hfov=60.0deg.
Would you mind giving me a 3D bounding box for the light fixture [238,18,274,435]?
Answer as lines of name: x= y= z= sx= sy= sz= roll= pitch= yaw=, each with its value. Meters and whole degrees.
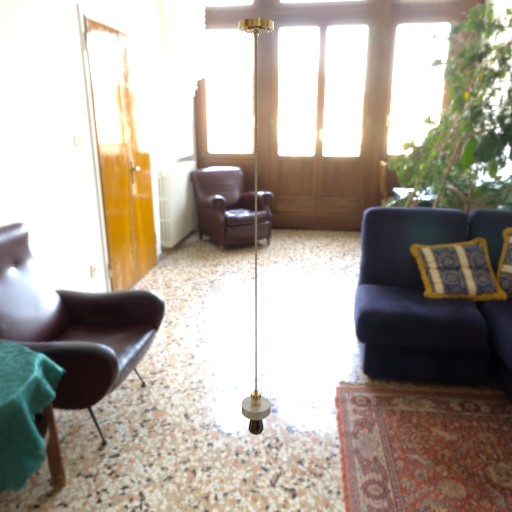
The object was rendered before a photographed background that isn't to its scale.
light fixture: x=0.000 y=0.000 z=1.754 sx=0.129 sy=1.669 sz=0.129 roll=-9 pitch=18 yaw=-27
